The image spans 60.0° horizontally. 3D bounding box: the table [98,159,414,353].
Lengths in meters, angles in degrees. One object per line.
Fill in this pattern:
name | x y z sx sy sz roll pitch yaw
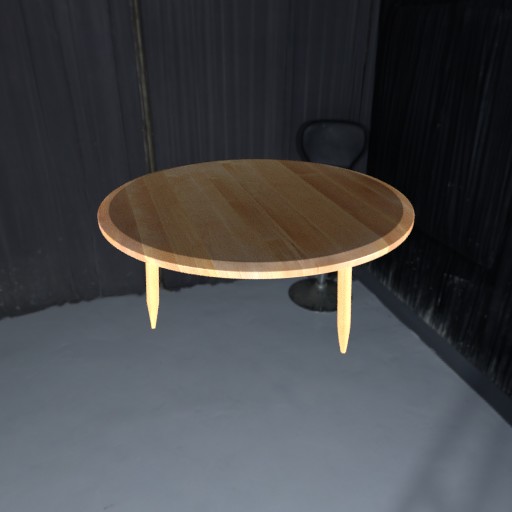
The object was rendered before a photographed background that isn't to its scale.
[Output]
table | 0.000 0.000 1.410 0.900 0.400 0.900 0 27 0
